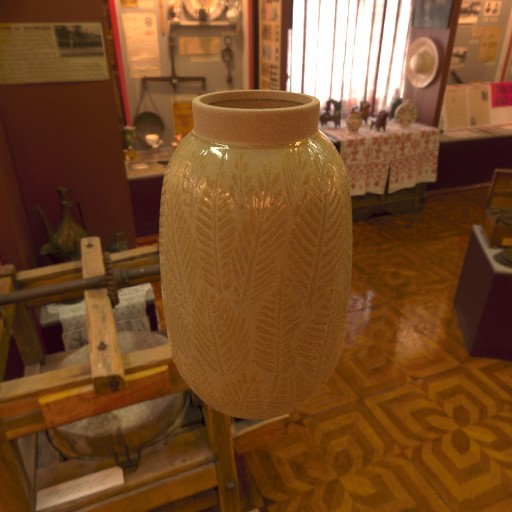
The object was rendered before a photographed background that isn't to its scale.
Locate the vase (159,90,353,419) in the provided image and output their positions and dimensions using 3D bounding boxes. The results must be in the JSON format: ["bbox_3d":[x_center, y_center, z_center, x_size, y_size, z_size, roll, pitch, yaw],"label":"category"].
[{"bbox_3d":[0.000,0.000,0.399,0.172,0.270,0.172,0,28,0],"label":"vase"}]
